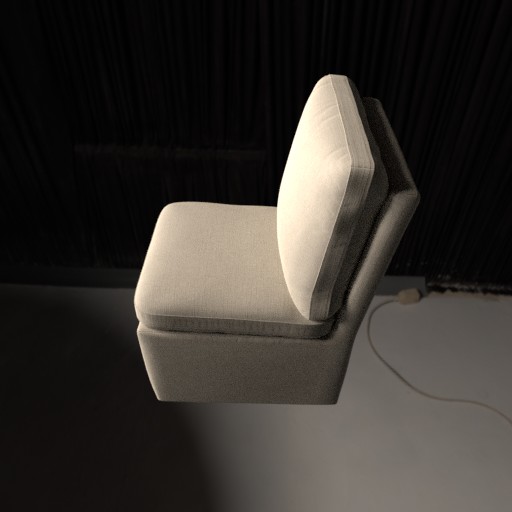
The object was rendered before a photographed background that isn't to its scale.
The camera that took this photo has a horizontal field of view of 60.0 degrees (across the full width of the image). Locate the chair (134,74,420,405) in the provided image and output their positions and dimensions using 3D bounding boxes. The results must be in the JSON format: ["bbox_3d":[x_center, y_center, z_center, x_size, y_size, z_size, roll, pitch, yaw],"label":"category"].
[{"bbox_3d":[0.000,0.000,1.348,0.698,0.927,0.503,1,43,1],"label":"chair"}]
